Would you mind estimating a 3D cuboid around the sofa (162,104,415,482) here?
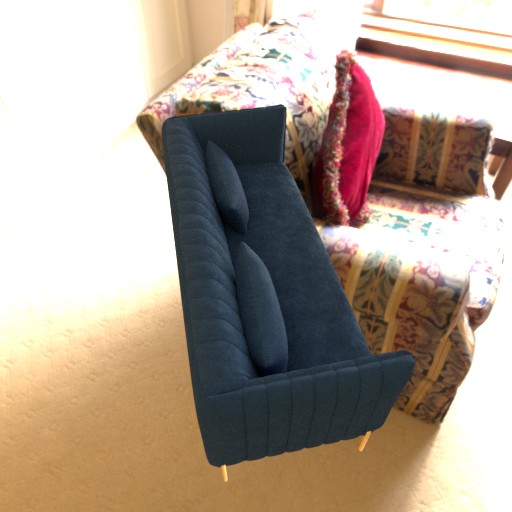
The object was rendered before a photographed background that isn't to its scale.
[{"bbox_3d":[0.000,0.000,2.592,0.896,0.793,2.136,-9,48,-8],"label":"sofa"}]
